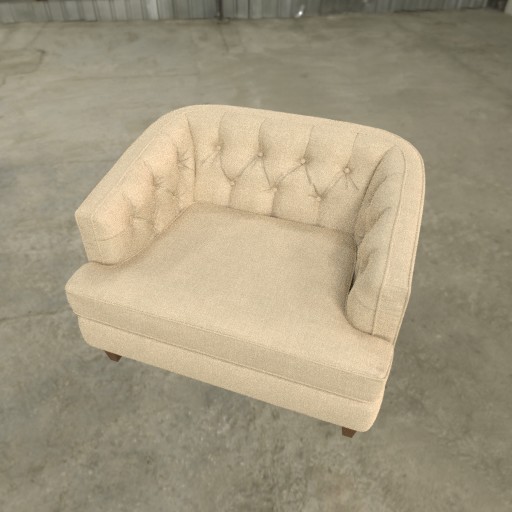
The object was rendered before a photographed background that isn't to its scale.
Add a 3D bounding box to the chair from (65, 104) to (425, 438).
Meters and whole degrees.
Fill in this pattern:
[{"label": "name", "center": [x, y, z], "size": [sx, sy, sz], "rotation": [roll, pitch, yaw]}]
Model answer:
[{"label": "chair", "center": [0.000, 0.000, 1.715], "size": [1.118, 0.787, 0.914], "rotation": [13, 43, 14]}]
